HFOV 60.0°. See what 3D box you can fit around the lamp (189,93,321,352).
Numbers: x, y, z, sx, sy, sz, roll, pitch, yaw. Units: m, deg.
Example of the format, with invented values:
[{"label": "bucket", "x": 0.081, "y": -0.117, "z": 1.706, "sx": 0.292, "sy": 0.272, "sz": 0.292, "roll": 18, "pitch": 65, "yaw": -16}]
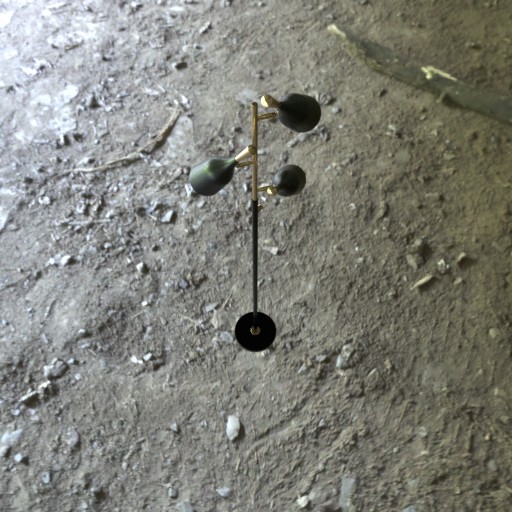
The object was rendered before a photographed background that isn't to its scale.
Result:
[{"label": "lamp", "x": 0.000, "y": 0.000, "z": 1.919, "sx": 0.434, "sy": 1.778, "sz": 0.253, "roll": -15, "pitch": 60, "yaw": -9}]
